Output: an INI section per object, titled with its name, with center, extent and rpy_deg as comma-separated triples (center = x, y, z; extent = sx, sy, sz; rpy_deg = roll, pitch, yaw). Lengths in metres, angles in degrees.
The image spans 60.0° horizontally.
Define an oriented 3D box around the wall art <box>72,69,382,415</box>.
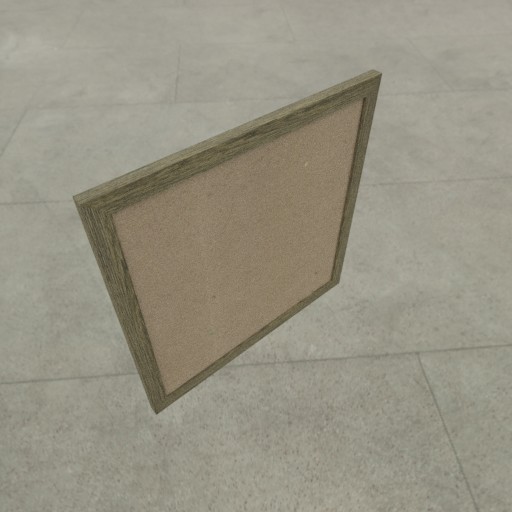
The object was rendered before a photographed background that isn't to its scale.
[wall art]
center = 0.000, 0.000, 0.774
extent = 0.508, 0.508, 0.019
rpy_deg = -31, 53, -27
